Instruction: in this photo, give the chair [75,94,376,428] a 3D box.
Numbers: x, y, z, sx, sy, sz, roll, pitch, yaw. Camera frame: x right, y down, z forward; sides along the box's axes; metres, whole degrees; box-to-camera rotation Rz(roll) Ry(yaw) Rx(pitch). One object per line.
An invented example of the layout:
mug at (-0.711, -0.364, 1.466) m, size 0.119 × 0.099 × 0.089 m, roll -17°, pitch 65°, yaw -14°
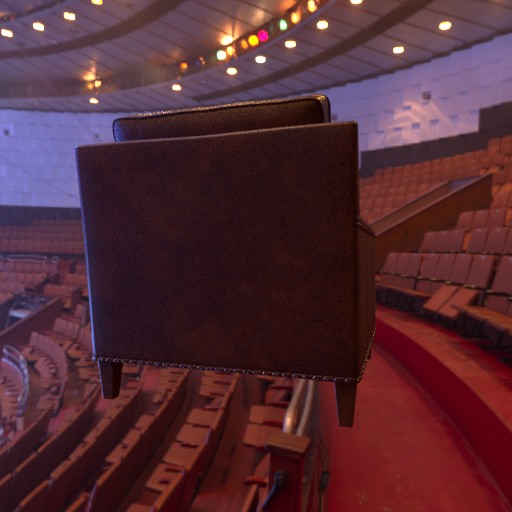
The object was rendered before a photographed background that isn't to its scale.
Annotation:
chair at (0.000, 0.000, 1.696) m, size 0.853 × 0.929 × 1.014 m, roll 0°, pitch 0°, yaw 18°
